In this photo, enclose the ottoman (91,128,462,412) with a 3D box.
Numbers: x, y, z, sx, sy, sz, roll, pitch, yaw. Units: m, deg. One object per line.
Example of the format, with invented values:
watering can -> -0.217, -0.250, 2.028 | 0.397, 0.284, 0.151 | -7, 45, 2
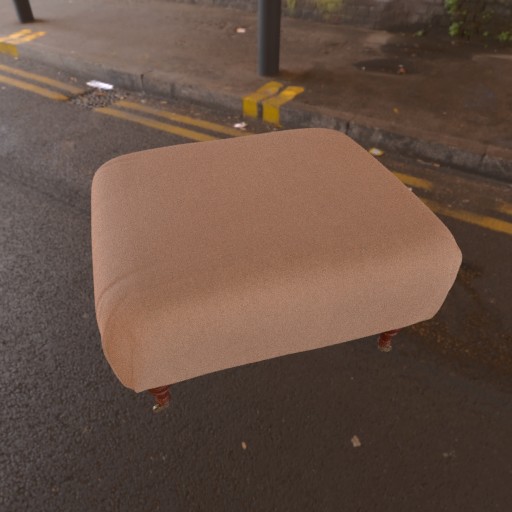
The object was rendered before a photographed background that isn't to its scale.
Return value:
ottoman -> 0.000, 0.000, 1.122 | 0.746, 0.450, 0.639 | -11, 41, -13
